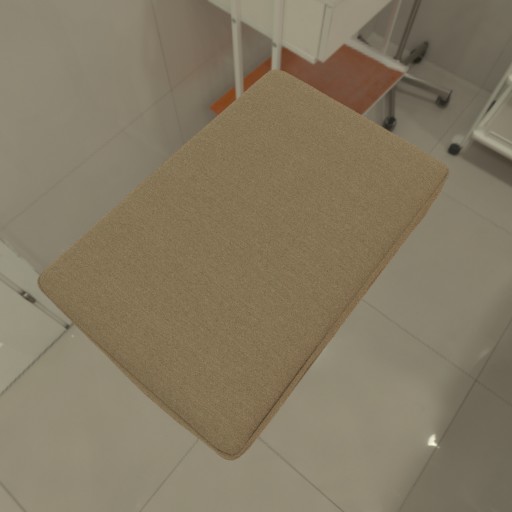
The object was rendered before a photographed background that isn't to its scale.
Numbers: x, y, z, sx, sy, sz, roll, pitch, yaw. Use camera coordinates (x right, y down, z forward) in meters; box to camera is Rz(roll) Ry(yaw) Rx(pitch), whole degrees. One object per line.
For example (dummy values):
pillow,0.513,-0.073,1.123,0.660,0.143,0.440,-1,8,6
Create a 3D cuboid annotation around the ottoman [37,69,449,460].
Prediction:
ottoman,0.000,0.000,1.287,0.636,0.521,0.945,36,69,16
